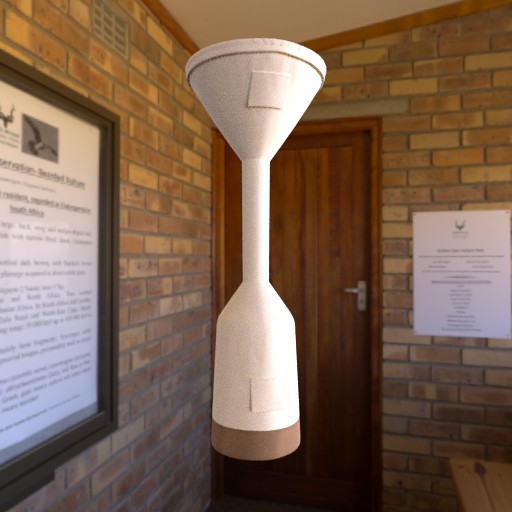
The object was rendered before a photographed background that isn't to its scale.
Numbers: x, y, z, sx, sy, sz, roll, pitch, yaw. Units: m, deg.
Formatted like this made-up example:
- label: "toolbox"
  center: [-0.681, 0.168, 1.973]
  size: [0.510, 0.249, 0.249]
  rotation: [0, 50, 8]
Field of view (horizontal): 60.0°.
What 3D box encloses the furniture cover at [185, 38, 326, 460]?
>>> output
- label: "furniture cover"
  center: [0.000, 0.000, 2.892]
  size: [0.914, 2.413, 0.914]
  rotation: [0, -1, -17]
